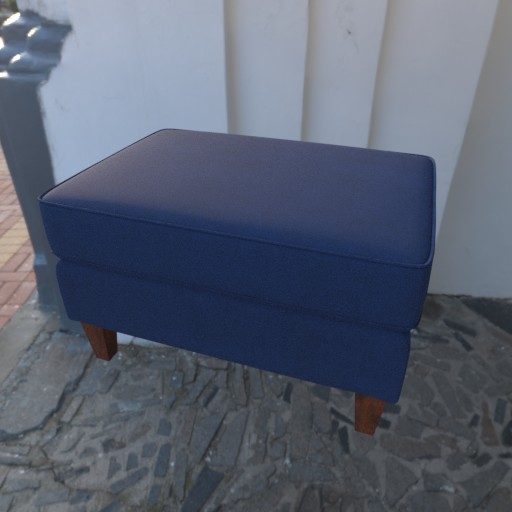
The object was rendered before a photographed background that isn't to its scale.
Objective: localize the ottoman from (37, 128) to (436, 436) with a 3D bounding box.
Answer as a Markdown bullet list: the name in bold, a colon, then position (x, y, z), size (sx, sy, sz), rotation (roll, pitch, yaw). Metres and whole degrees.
- **ottoman**: position (0.000, 0.000, 1.363), size (0.965, 0.584, 0.686), rotation (10, 34, 16)
